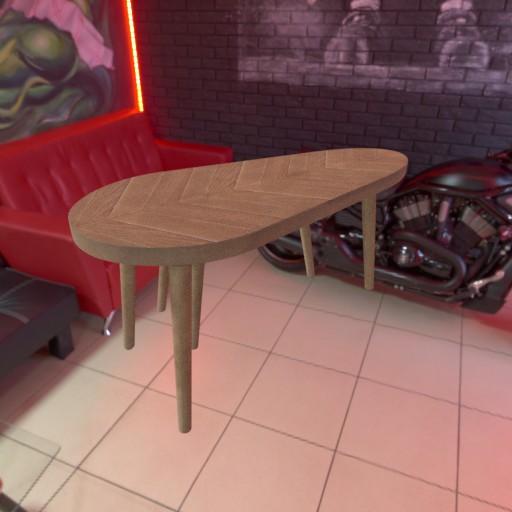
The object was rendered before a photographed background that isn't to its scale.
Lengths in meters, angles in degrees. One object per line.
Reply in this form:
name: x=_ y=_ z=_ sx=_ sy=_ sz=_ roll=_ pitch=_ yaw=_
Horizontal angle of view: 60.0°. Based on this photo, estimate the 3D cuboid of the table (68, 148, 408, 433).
table: x=0.000 y=0.000 z=1.570 sx=1.190 sy=0.595 sz=0.701 roll=-18 pitch=33 yaw=-30
